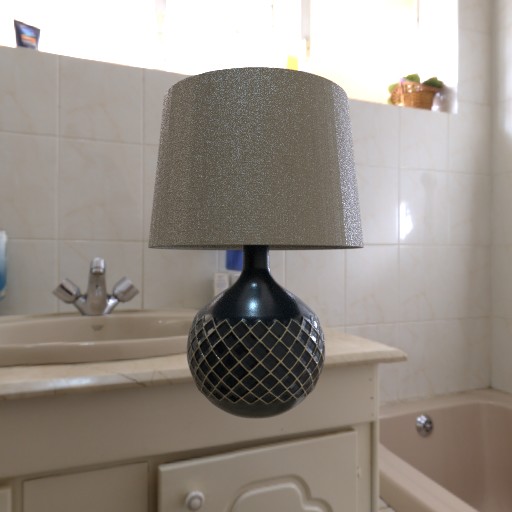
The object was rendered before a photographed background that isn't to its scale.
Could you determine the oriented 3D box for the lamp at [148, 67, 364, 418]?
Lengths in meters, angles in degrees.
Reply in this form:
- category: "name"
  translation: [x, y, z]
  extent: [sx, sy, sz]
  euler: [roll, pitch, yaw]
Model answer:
- category: "lamp"
  translation: [0.000, 0.000, 0.795]
  extent: [0.376, 0.540, 0.376]
  euler: [0, 0, 0]
